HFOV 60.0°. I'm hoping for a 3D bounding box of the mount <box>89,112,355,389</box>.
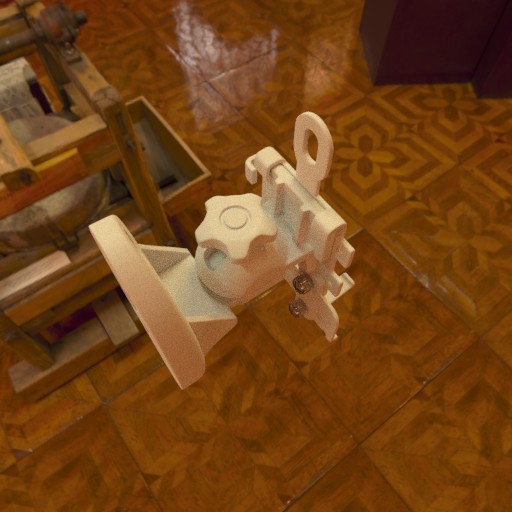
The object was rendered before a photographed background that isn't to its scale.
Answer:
[{"bbox_3d":[0.000,0.000,0.176,0.100,0.118,0.066,-30,63,-17],"label":"mount"}]
